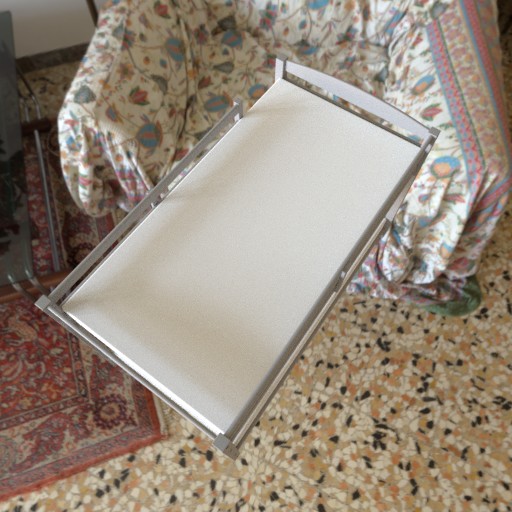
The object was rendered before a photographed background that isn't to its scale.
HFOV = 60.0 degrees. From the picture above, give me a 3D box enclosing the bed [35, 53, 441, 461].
[{"bbox_3d":[0.000,0.000,2.744,1.105,1.206,2.013,32,68,15],"label":"bed"}]
